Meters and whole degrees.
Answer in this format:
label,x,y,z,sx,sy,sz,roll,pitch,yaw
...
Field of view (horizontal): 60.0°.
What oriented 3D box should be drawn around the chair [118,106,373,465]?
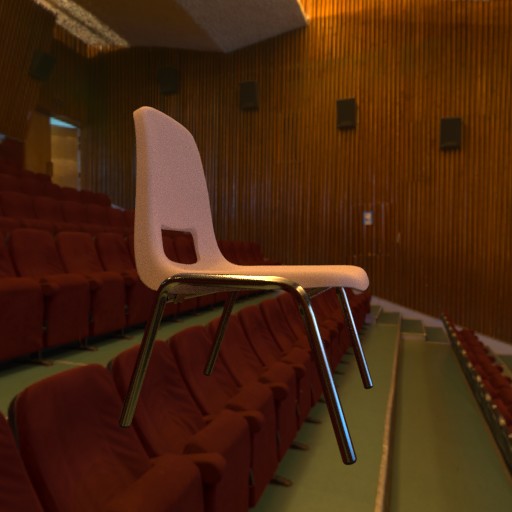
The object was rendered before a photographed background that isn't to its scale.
label,x,y,z,sx,sy,sz,roll,pitch,yaw
chair,0.000,0.000,0.789,0.385,0.537,0.354,0,0,18
